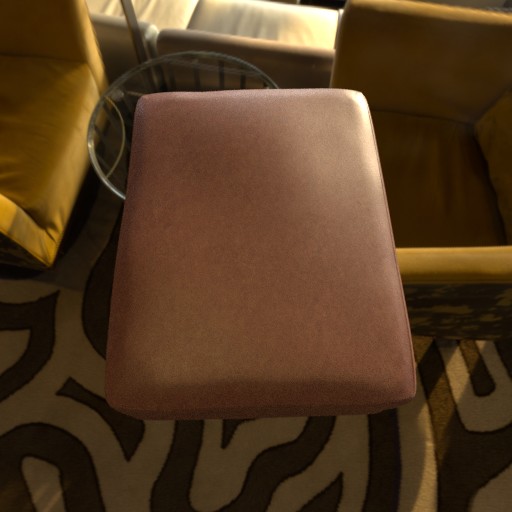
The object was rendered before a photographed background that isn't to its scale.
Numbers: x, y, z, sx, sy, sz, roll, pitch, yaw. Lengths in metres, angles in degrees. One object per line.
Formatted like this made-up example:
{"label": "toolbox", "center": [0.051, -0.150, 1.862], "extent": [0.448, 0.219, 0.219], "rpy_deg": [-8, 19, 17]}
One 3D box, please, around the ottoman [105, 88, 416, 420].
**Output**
{"label": "ottoman", "center": [0.000, 0.000, 1.228], "extent": [0.650, 0.485, 0.851], "rpy_deg": [-1, 65, -1]}
